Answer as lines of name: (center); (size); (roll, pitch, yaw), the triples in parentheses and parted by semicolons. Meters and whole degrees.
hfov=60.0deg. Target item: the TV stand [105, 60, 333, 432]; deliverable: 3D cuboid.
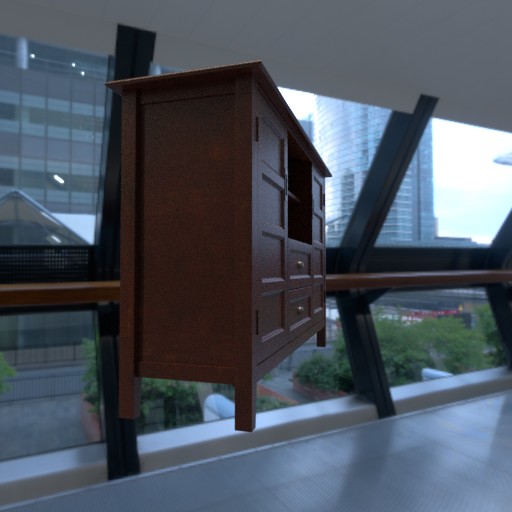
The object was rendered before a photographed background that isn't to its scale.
TV stand: (0.000, 0.000, 1.783); (0.445, 0.915, 1.372); (-1, -2, 17)
